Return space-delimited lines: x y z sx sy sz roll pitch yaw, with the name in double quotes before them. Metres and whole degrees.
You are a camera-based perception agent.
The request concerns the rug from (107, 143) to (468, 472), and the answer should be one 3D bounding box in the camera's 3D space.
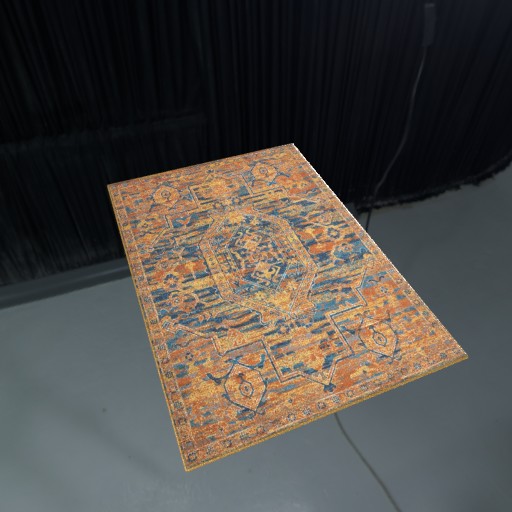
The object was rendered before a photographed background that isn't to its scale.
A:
"rug" 0.000 0.000 3.765 2.043 0.019 2.916 -16 49 -15
